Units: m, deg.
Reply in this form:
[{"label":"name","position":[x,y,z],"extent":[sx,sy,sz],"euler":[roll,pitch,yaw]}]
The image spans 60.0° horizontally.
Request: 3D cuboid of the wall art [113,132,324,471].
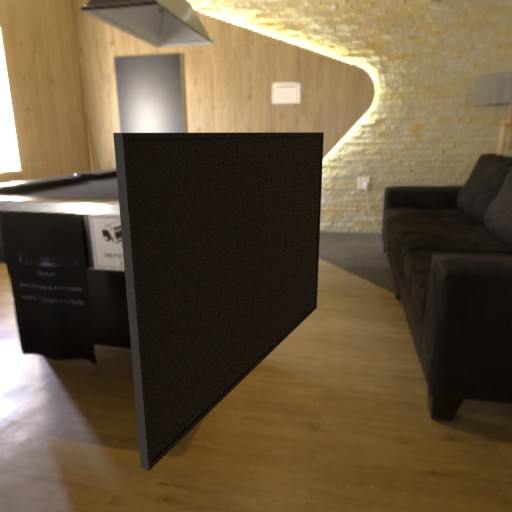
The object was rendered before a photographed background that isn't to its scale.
[{"label":"wall art","position":[0.000,0.000,1.499],"extent":[0.028,0.805,1.190],"euler":[8,18,27]}]
